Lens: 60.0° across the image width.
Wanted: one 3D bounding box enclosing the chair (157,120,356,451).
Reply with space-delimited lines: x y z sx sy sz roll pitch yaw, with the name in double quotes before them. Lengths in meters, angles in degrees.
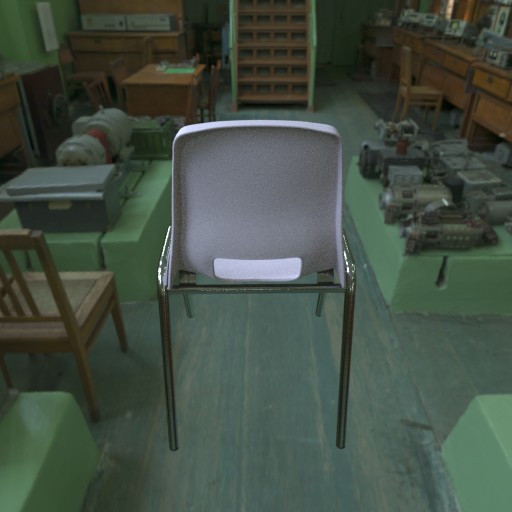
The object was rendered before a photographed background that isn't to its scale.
"chair" 0.000 0.000 0.901 0.381 0.653 0.436 0 32 -1
